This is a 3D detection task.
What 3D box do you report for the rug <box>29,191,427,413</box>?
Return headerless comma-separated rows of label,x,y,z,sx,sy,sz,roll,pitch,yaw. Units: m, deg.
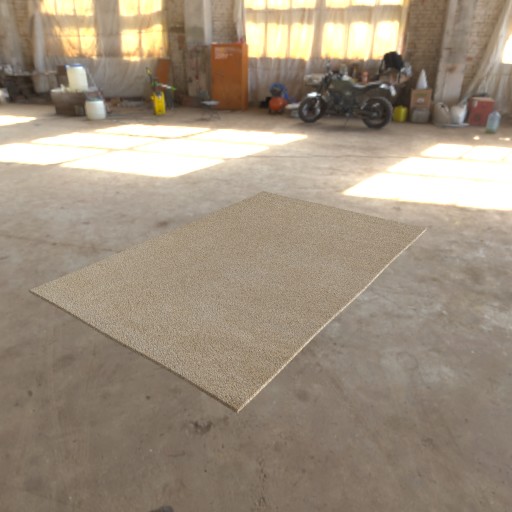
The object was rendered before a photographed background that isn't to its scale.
rug,0.000,0.000,3.473,1.800,0.025,2.699,18,31,32
